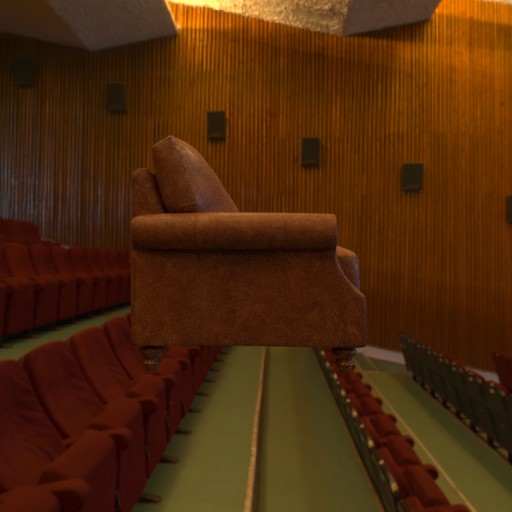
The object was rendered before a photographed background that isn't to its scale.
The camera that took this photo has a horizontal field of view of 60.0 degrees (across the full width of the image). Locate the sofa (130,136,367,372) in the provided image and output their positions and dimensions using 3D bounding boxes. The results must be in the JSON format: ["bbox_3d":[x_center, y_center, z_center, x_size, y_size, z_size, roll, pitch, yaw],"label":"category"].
[{"bbox_3d":[0.000,0.000,2.857,0.973,0.977,2.351,0,-1,2],"label":"sofa"}]
